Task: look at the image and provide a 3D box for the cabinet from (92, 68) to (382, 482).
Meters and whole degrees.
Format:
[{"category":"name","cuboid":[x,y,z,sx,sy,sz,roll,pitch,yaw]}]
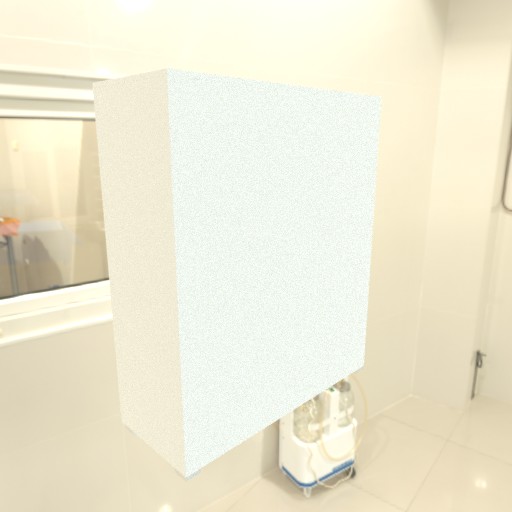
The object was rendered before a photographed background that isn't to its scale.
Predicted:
[{"category":"cabinet","cuboid":[0.000,0.000,1.694,1.000,1.190,0.400,-14,20,-43]}]
